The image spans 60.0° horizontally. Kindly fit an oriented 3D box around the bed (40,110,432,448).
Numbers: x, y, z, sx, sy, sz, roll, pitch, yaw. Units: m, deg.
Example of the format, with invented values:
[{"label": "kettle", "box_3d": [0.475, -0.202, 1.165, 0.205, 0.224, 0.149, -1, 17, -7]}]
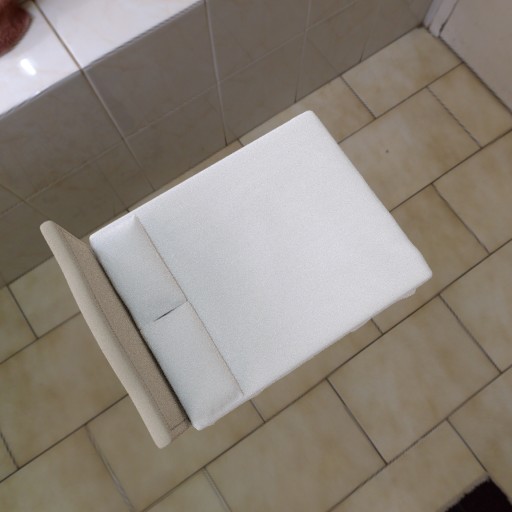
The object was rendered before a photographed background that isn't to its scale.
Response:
[{"label": "bed", "box_3d": [0.000, 0.000, 3.643, 2.477, 1.437, 1.977, -32, 78, -7]}]
